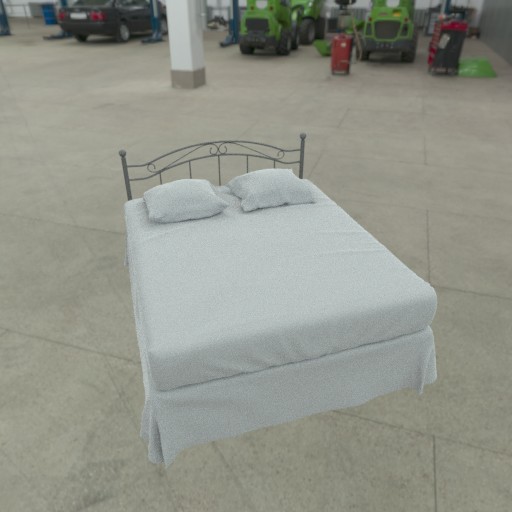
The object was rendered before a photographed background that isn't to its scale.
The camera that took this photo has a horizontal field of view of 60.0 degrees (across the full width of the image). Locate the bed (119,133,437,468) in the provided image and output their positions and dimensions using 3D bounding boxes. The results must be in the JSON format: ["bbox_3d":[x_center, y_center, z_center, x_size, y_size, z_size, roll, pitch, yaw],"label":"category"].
[{"bbox_3d":[0.000,0.000,3.208,1.936,1.080,2.215,-9,33,-15],"label":"bed"}]
